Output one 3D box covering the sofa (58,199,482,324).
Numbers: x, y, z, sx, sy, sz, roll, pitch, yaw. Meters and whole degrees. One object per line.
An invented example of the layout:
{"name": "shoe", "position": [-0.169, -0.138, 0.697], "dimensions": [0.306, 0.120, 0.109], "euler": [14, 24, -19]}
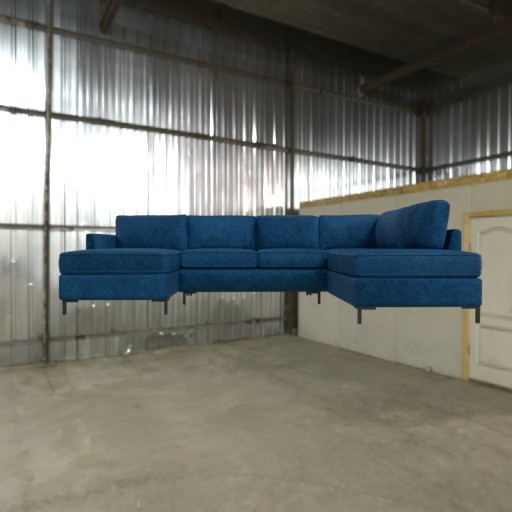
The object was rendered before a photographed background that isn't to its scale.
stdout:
{"name": "sofa", "position": [0.000, 0.000, 4.339], "dimensions": [3.434, 0.992, 2.055], "euler": [0, 1, -2]}
